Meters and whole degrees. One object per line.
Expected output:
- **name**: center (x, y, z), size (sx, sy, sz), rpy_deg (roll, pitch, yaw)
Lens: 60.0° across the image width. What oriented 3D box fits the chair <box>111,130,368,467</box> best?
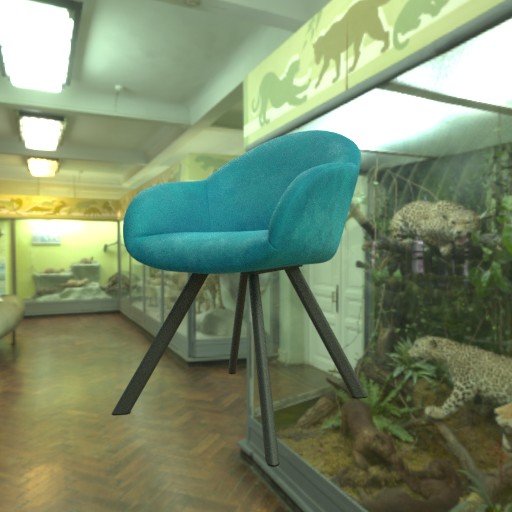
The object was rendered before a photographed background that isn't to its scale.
- **chair**: center (0.000, 0.000, 1.217), size (0.550, 0.795, 0.590), rpy_deg (0, 1, 34)
